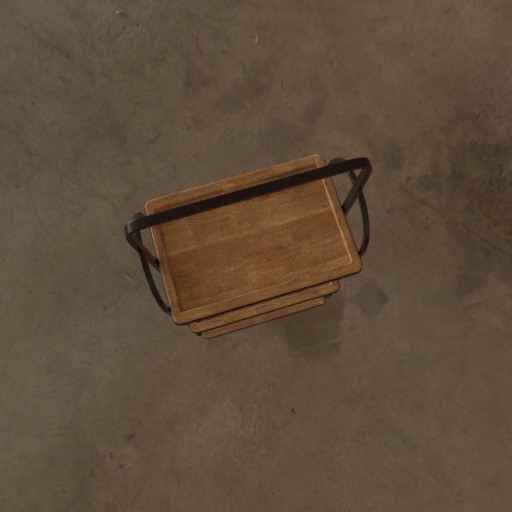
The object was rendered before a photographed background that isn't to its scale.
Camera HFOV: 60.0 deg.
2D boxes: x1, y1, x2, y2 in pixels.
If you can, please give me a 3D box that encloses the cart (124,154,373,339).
[{"bbox_3d":[0.000,0.000,1.299,0.553,1.001,0.327,-16,77,-4],"label":"cart"}]
